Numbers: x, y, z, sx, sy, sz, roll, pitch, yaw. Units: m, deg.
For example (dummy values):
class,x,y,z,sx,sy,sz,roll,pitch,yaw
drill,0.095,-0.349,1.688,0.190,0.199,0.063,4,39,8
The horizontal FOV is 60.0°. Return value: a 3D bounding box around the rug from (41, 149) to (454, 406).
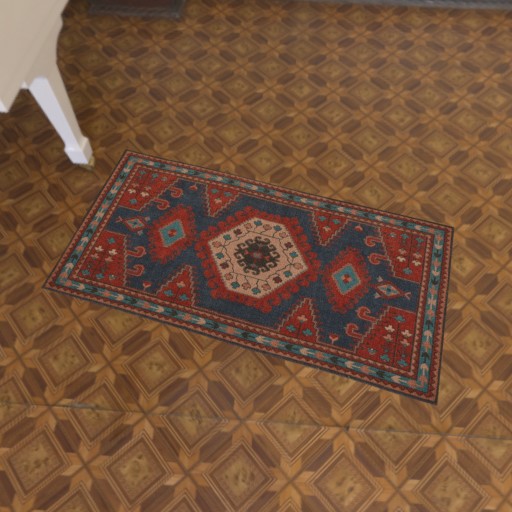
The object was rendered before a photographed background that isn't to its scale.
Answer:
class,x,y,z,sx,sy,sz,roll,pitch,yaw
rug,0.000,0.000,3.584,3.032,0.034,1.522,15,61,8
